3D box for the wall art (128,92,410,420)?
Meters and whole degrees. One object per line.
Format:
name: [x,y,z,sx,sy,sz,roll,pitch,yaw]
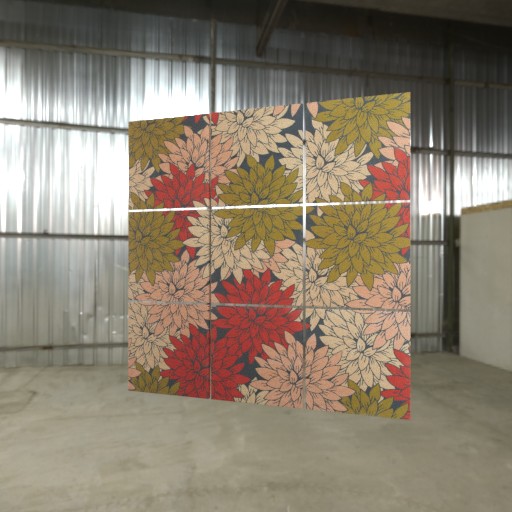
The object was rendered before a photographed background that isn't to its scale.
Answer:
wall art: [0.000,0.000,1.375,0.904,0.913,0.013,0,0,17]
